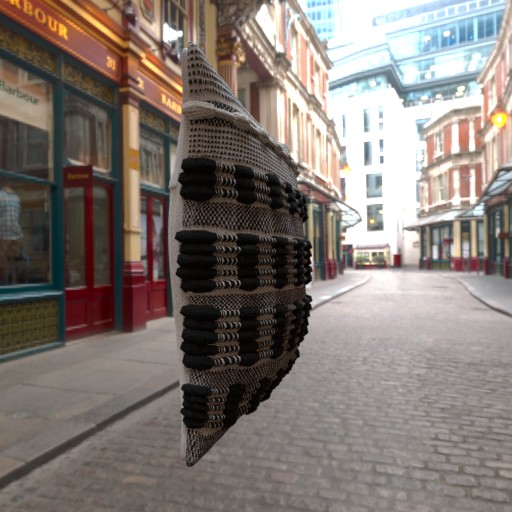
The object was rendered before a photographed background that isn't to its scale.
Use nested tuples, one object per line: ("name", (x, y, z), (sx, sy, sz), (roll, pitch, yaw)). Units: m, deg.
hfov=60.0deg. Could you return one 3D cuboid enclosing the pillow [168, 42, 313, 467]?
("pillow", (0.000, 0.000, 0.656), (0.156, 0.438, 0.436), (0, -1, 17))
